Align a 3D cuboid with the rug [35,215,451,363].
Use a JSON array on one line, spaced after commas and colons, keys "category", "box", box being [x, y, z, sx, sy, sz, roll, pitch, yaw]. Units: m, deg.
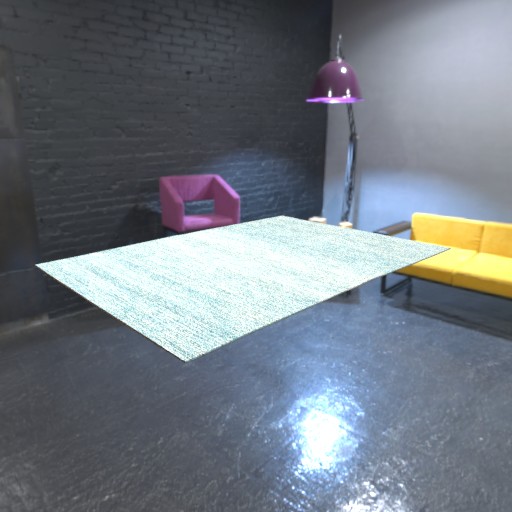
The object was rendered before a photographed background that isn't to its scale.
[{"category": "rug", "box": [0.000, 0.000, 2.921, 2.260, 0.026, 1.611, -15, 22, -41]}]
